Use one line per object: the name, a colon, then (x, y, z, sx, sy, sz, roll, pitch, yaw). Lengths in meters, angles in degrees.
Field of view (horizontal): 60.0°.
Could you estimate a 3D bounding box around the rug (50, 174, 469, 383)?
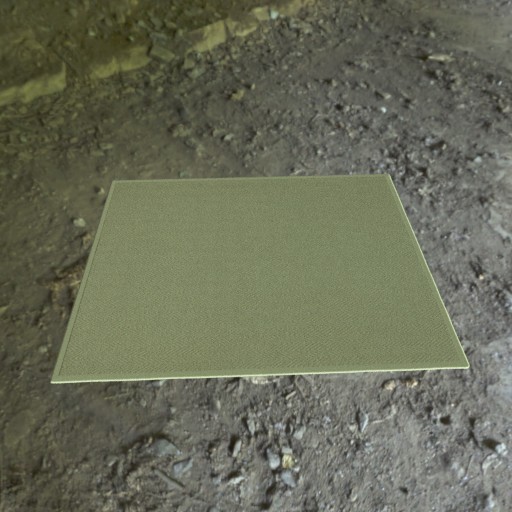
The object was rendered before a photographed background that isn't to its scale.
rug: (0.000, 0.000, 4.038, 3.051, 0.020, 2.407, -2, 46, -2)
